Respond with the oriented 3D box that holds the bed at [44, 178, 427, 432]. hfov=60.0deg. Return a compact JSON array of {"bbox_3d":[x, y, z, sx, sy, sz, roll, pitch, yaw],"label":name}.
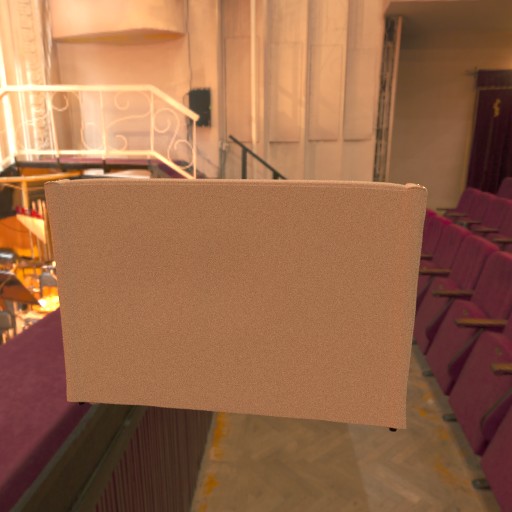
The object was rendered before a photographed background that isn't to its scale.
[{"bbox_3d":[0.000,0.000,3.385,1.925,1.332,2.276,2,15,8],"label":"bed"}]
